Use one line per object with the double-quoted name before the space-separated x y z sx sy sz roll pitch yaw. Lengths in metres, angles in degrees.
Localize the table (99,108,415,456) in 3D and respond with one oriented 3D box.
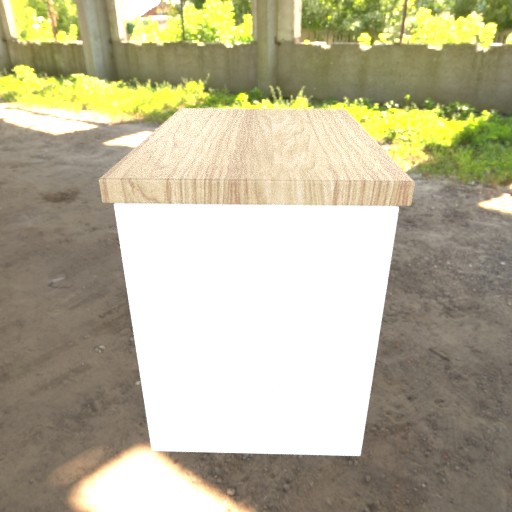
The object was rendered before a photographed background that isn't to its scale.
"table" 0.000 0.000 0.806 0.360 0.440 0.500 1 27 1
